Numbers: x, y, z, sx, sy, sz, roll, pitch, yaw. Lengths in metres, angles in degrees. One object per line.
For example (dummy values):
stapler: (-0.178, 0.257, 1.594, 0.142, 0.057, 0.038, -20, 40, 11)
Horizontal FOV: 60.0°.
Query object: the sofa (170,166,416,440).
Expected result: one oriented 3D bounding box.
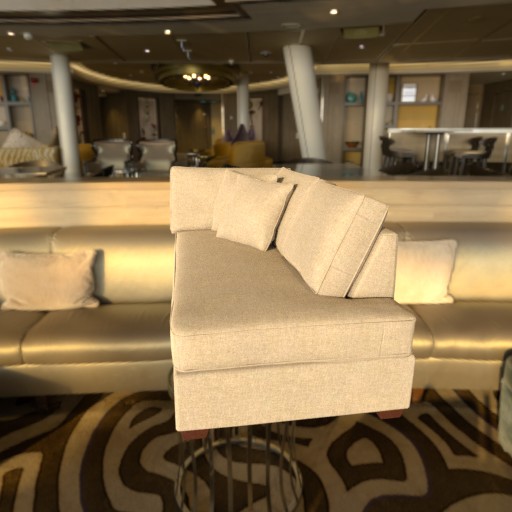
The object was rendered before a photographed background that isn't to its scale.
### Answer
sofa: (0.000, 0.000, 2.859, 1.110, 1.019, 2.238, -3, 16, -9)
